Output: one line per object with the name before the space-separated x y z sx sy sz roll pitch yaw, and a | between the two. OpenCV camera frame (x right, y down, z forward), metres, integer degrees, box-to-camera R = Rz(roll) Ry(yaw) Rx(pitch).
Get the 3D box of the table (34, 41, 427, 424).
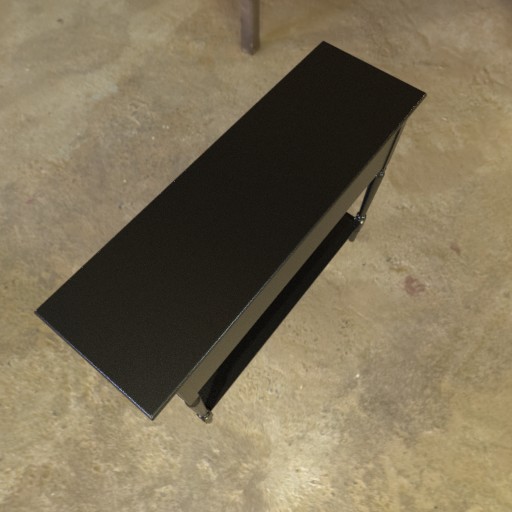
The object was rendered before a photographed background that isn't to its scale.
table | 0.000 0.000 1.549 0.386 0.819 1.191 35 69 16
